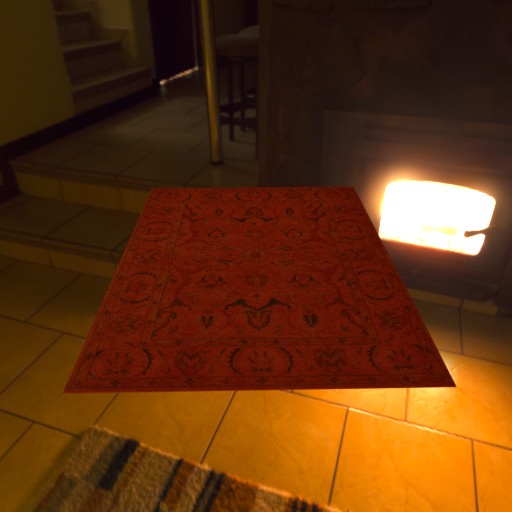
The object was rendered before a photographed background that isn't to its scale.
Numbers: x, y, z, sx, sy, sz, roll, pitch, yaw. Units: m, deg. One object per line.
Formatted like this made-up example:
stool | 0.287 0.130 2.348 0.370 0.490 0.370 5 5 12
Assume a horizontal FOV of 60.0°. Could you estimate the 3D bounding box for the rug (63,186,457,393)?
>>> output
rug | 0.000 0.000 3.819 2.300 0.012 2.929 -1 32 -1
